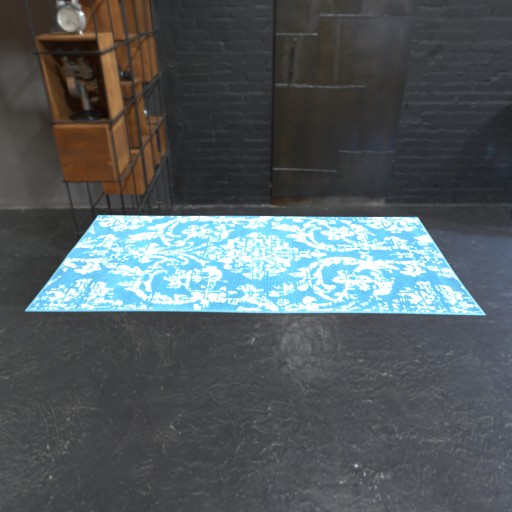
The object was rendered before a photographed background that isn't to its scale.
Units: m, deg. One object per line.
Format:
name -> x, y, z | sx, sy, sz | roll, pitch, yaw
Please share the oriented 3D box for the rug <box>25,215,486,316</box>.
rug -> 0.000, 0.000, 1.429 | 1.219, 0.007, 0.604 | 0, 30, 1
